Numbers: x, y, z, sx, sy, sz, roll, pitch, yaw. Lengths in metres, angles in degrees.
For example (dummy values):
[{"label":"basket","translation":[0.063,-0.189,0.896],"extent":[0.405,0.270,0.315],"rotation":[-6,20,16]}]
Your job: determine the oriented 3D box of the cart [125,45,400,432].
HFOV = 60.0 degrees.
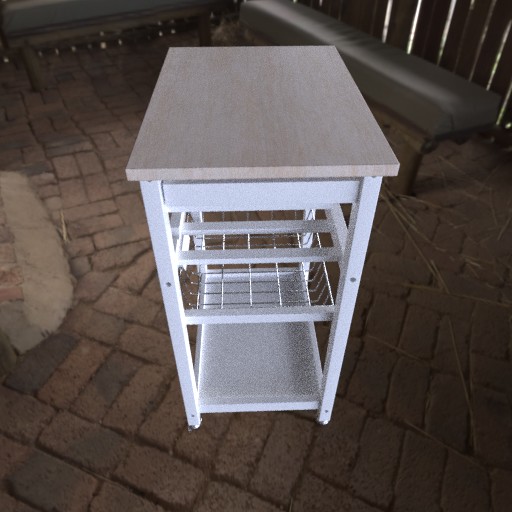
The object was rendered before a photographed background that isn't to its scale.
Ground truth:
[{"label":"cart","translation":[0.000,0.000,1.150],"extent":[0.406,0.857,0.578],"rotation":[-1,41,-2]}]
